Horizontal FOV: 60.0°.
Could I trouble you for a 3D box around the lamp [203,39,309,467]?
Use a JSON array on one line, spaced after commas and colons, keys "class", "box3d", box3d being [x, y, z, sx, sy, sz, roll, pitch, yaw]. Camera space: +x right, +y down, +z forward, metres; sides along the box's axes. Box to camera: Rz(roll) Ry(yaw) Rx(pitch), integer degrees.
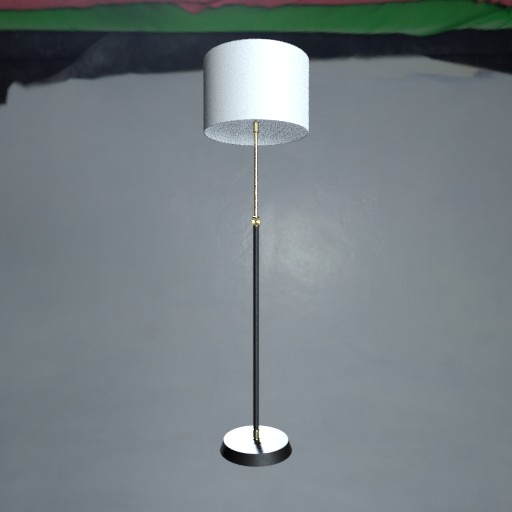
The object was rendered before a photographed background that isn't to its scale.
[{"class": "lamp", "box3d": [0.000, 0.000, 1.725, 0.404, 1.517, 0.404, 0, 1, 0]}]
